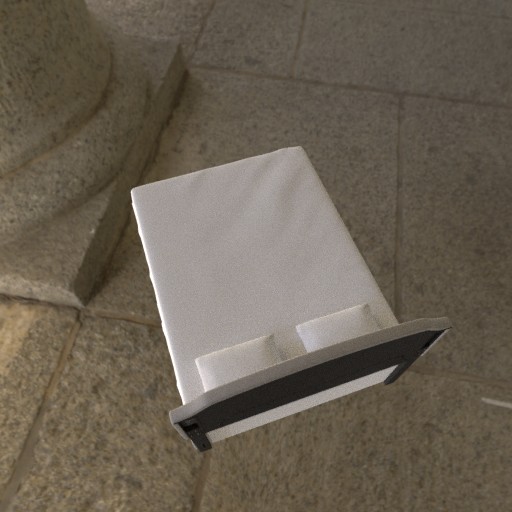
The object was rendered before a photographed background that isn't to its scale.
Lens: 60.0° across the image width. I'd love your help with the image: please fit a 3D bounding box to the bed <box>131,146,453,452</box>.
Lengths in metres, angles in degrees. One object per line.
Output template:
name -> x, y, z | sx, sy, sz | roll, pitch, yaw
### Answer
bed -> 0.000, 0.000, 3.071 | 1.558, 1.270, 1.999 | -16, 60, -10
